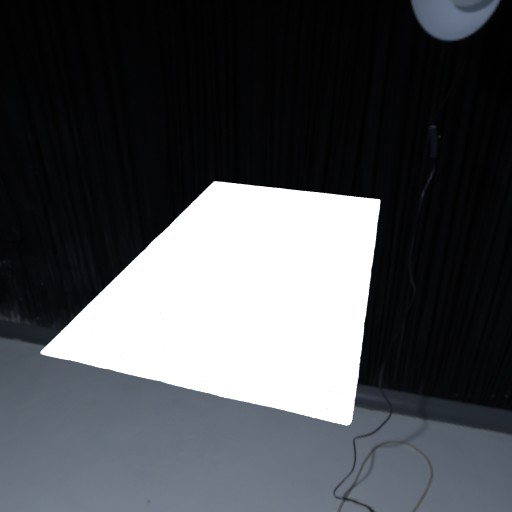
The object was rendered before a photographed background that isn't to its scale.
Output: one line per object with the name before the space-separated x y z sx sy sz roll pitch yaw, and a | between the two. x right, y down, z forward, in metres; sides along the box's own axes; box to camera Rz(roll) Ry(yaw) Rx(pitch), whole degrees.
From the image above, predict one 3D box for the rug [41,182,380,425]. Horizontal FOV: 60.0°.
rug | 0.000 0.000 3.030 1.546 0.010 2.442 8 32 14
